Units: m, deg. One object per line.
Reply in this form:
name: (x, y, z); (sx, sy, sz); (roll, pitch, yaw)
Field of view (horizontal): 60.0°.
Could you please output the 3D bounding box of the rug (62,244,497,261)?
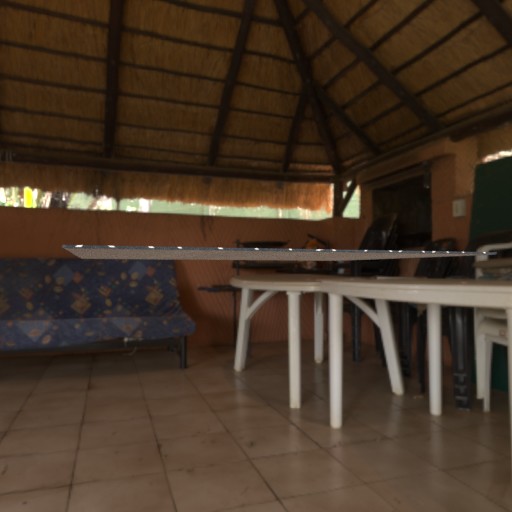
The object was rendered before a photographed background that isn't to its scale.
rug: (0.000, 0.000, 4.002); (3.047, 0.022, 2.439); (1, -2, -19)
